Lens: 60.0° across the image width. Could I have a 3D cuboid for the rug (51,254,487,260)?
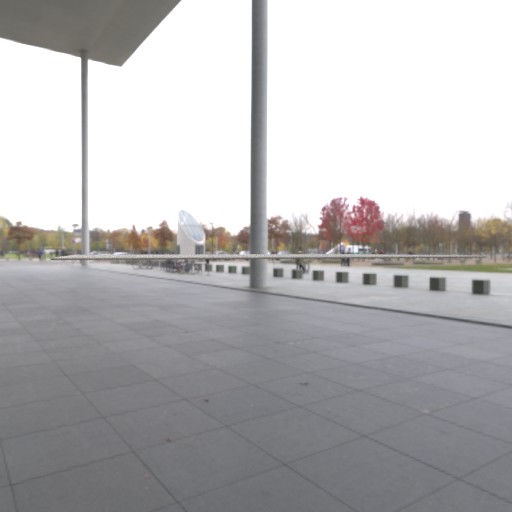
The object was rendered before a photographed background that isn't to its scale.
[{"bbox_3d":[0.000,0.000,2.885,2.286,0.011,1.524,0,1,-19],"label":"rug"}]
